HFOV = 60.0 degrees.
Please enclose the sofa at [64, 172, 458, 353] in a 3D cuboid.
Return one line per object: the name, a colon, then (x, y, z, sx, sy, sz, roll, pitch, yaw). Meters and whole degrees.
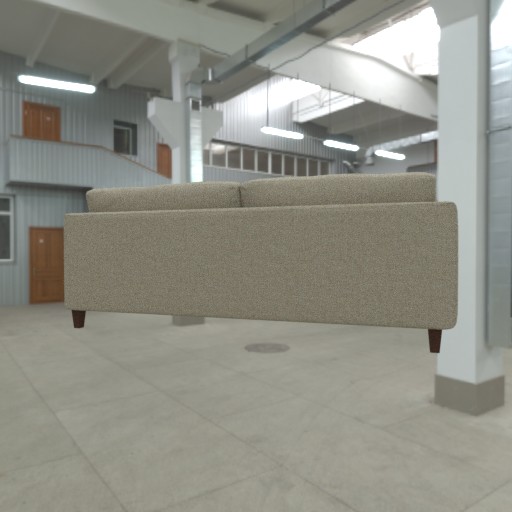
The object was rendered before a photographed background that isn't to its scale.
sofa: (0.000, 0.000, 3.010, 2.434, 0.965, 0.951, 0, 1, 19)
